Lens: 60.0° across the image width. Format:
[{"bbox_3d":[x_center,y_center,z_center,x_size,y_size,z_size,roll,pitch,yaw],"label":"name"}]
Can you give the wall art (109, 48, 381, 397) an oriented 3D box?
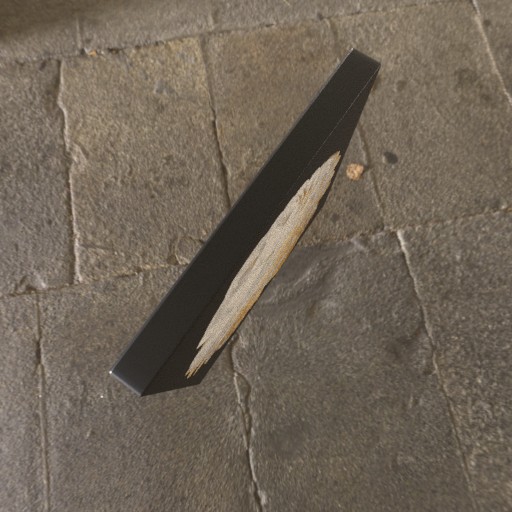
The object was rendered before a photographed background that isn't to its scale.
[{"bbox_3d":[0.000,0.000,0.620,0.041,0.407,0.406,34,78,8],"label":"wall art"}]
